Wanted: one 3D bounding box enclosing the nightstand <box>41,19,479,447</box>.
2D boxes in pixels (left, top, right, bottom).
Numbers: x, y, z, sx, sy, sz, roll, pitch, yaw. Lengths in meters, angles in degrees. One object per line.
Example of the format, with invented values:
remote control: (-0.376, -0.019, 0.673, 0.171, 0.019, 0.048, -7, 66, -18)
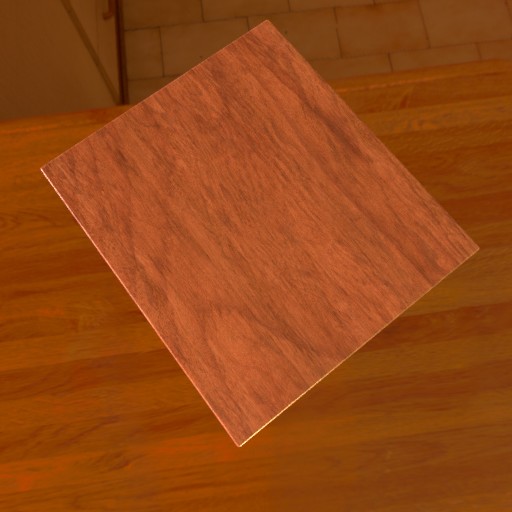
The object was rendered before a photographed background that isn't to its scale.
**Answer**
nightstand: (0.000, 0.000, 0.871, 0.406, 0.559, 0.457, -37, 79, -8)
